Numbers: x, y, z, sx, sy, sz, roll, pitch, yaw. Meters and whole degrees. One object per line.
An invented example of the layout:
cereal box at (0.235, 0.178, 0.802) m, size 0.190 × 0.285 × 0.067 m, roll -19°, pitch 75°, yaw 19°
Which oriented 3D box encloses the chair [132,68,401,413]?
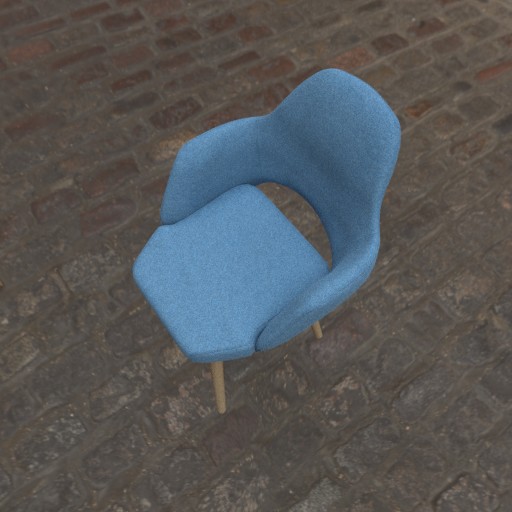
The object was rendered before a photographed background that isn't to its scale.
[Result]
chair at (0.000, 0.000, 1.311) m, size 0.666 × 0.920 × 0.589 m, roll -34°, pitch 68°, yaw -16°
